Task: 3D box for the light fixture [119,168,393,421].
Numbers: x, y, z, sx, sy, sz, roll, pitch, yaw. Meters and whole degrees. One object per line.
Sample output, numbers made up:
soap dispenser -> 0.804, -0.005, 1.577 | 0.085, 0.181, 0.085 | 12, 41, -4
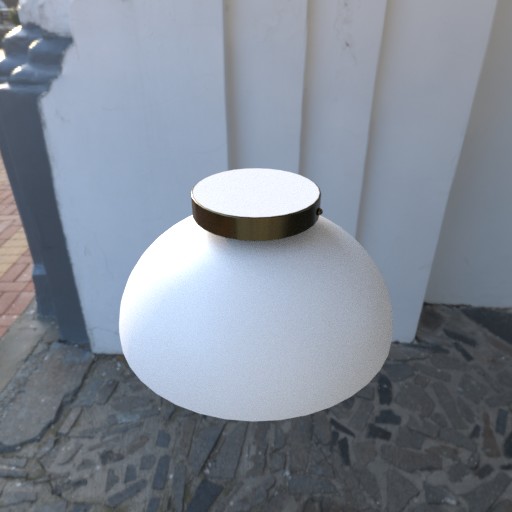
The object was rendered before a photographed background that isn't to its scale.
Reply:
light fixture -> 0.000, 0.000, 0.553 | 0.355, 0.177, 0.355 | 0, 31, 0
